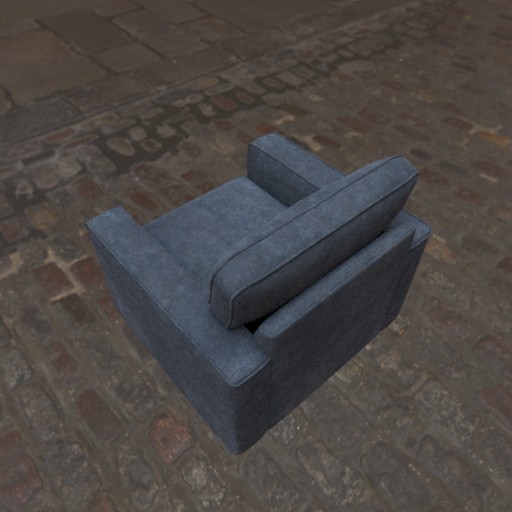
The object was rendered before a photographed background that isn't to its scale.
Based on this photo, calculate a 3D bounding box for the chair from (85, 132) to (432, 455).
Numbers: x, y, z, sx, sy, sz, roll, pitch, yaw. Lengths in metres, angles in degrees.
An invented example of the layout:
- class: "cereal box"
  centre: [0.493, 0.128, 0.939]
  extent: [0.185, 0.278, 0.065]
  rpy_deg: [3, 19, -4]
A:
- class: "chair"
  centre: [0.000, 0.000, 1.821]
  extent: [1.015, 0.965, 0.939]
  rpy_deg: [-32, 55, -27]
